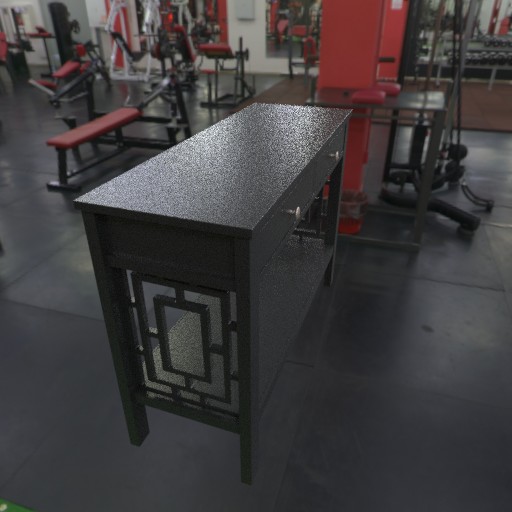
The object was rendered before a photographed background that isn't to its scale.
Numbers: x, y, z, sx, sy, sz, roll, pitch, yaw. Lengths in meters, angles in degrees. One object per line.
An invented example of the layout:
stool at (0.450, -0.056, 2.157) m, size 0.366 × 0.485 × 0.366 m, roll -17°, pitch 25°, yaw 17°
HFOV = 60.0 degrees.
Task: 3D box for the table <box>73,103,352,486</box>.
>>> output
table at (0.000, 0.000, 1.455) m, size 0.397 × 0.753 × 1.068 m, roll 10°, pitch 31°, yaw 17°
